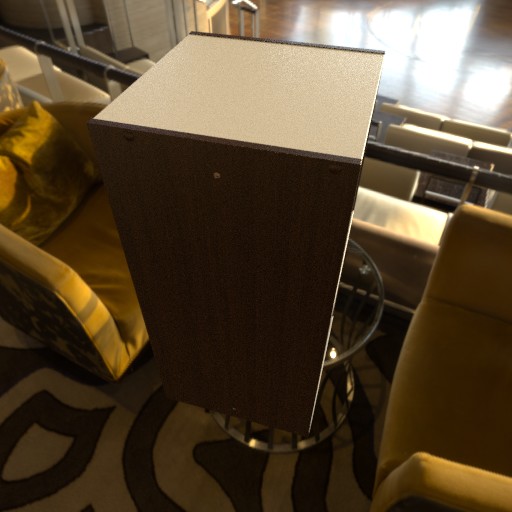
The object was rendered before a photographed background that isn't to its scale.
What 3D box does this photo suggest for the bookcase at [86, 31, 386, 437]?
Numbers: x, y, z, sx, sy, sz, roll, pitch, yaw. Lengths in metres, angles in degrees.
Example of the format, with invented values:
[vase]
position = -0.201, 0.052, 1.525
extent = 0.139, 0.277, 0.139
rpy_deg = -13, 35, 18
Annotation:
[bookcase]
position = 0.000, 0.000, 0.754
extent = 0.290, 0.600, 0.300
rpy_deg = 11, 46, 11
